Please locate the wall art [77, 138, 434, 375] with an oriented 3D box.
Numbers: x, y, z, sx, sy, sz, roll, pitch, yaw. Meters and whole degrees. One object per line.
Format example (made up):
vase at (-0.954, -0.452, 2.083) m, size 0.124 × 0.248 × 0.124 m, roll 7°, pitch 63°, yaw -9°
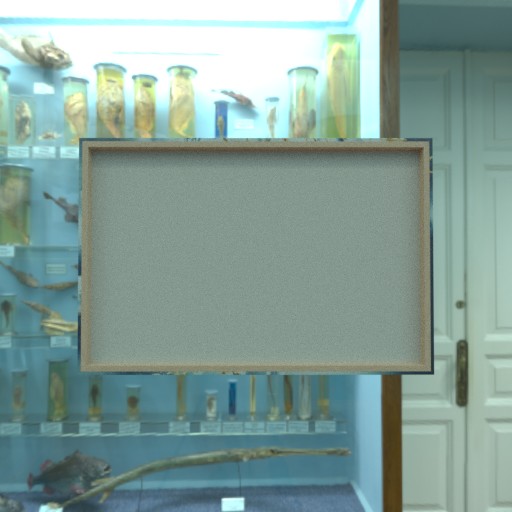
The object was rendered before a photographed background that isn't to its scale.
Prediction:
wall art at (0.000, 0.000, 1.157) m, size 0.912 × 0.608 × 0.038 m, roll 0°, pitch -1°, yaw 0°
